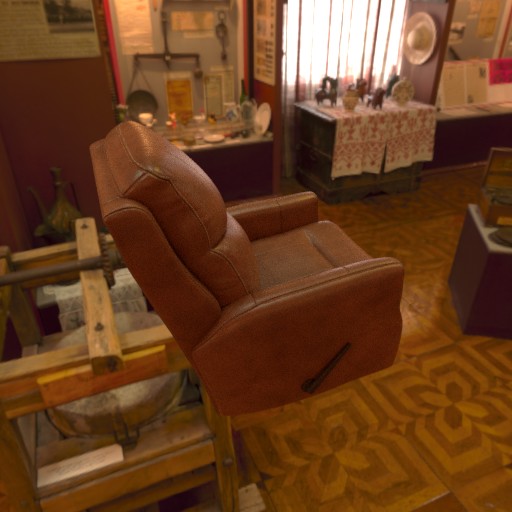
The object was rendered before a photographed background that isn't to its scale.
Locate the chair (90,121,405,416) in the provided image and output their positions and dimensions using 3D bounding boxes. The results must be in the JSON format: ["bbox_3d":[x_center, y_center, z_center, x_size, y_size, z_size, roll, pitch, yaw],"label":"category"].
[{"bbox_3d":[0.000,0.000,1.742,1.072,1.016,0.821,-11,33,-18],"label":"chair"}]
